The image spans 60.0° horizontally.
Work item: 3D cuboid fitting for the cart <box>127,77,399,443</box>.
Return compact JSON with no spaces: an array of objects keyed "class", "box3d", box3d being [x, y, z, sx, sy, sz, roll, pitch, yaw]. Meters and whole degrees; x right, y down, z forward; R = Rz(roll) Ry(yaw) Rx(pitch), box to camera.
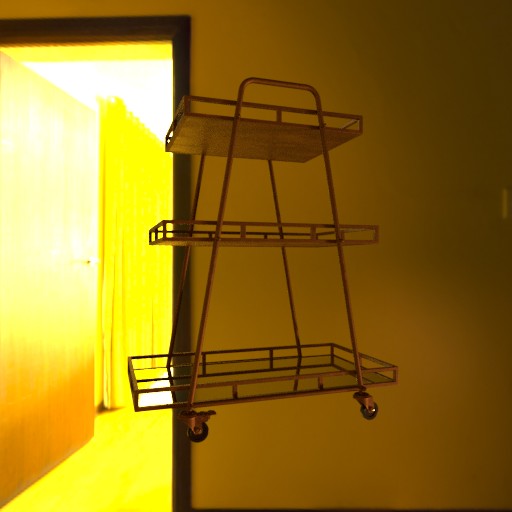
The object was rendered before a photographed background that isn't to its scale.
[{"class":"cart","box3d":[0.000,0.000,1.307,0.711,0.883,0.441,0,-1,-19]}]
